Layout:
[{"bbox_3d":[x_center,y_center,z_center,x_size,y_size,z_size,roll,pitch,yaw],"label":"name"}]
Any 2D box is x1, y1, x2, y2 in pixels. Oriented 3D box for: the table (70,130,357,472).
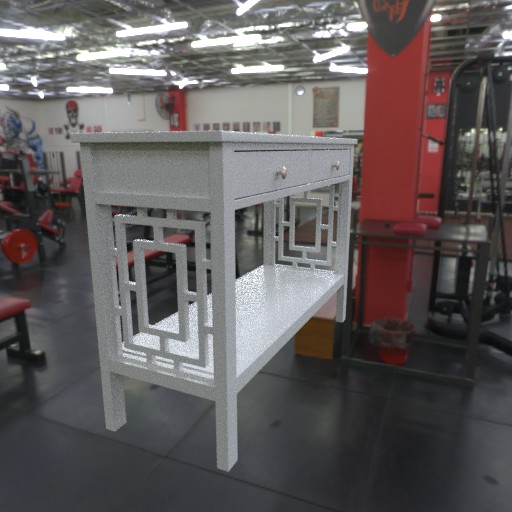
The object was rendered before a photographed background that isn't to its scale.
[{"bbox_3d":[0.000,0.000,1.452,0.397,0.753,1.068,7,15,25],"label":"table"}]
